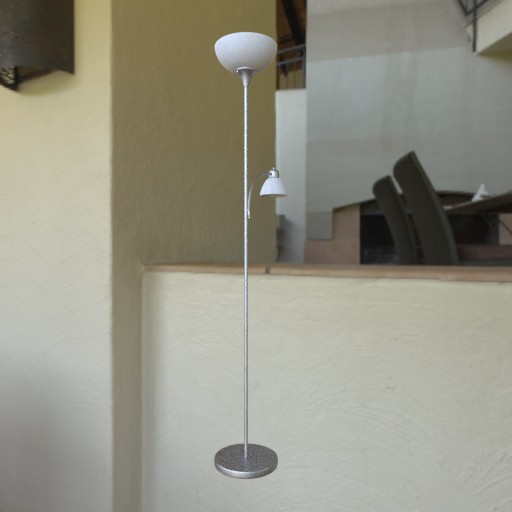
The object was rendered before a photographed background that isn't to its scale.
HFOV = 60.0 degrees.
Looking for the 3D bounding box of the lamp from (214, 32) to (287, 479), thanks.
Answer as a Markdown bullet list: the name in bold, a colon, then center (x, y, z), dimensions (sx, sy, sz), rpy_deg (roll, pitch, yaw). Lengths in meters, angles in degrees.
- **lamp**: center (0.000, 0.000, 1.987), dimensions (0.279, 1.804, 0.425), rpy_deg (0, 0, 34)
